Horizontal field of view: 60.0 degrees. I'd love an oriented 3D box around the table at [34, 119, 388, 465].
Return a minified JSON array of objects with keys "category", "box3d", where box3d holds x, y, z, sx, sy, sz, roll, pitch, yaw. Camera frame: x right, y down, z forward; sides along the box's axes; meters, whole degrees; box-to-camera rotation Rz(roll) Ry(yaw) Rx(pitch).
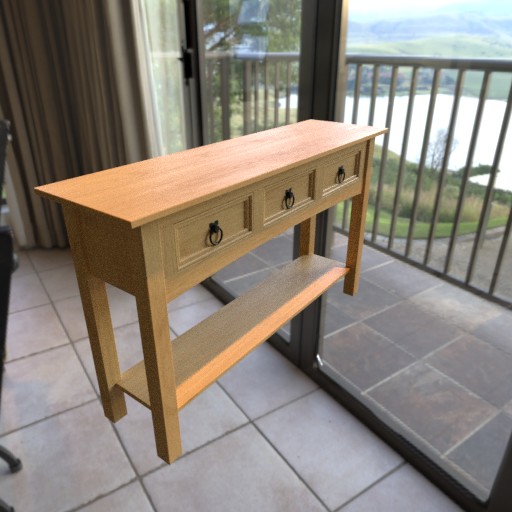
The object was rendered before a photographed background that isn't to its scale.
[{"category":"table","box3d":[0.000,0.000,1.533,0.350,0.730,1.240,18,32,33]}]
